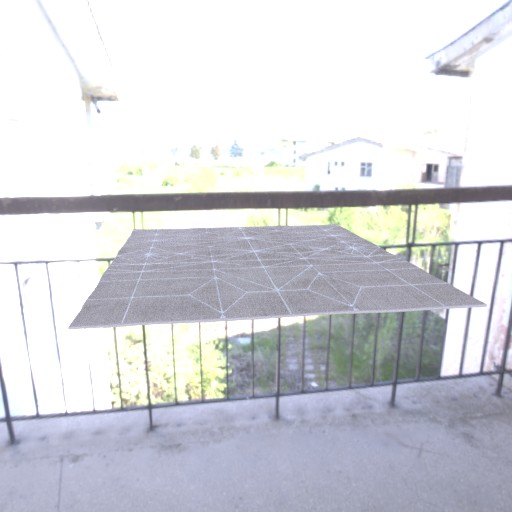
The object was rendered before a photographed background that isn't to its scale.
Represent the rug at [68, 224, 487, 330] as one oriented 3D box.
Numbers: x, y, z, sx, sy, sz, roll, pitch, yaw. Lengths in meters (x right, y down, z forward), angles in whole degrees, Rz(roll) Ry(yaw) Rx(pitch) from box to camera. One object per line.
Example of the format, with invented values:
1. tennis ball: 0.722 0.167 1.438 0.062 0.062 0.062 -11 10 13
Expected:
1. rug: 0.000 0.000 0.873 0.548 0.006 0.639 -2 14 -8
